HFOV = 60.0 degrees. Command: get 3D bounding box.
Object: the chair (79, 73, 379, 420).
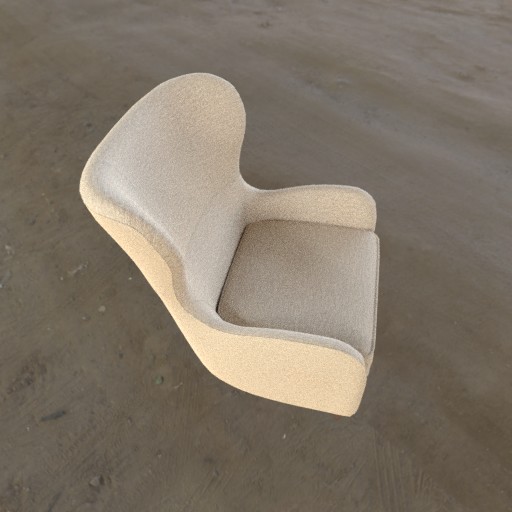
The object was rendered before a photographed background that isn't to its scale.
[{"bbox_3d":[0.000,0.000,1.738,0.984,1.064,0.861,9,47,9],"label":"chair"}]
